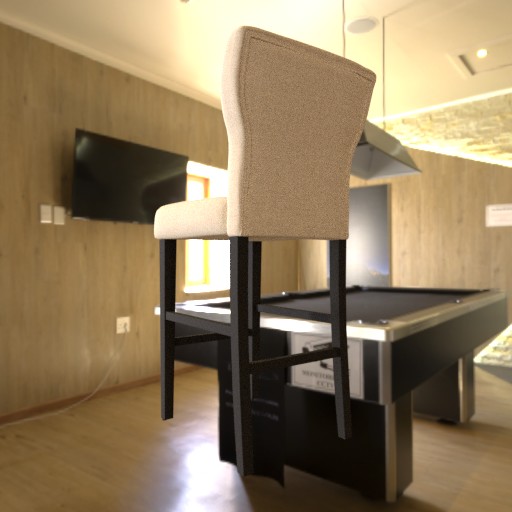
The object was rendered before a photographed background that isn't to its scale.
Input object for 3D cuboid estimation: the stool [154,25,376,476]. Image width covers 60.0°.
[{"bbox_3d":[0.000,0.000,1.423,0.516,1.124,0.603,0,0,-37],"label":"stool"}]
